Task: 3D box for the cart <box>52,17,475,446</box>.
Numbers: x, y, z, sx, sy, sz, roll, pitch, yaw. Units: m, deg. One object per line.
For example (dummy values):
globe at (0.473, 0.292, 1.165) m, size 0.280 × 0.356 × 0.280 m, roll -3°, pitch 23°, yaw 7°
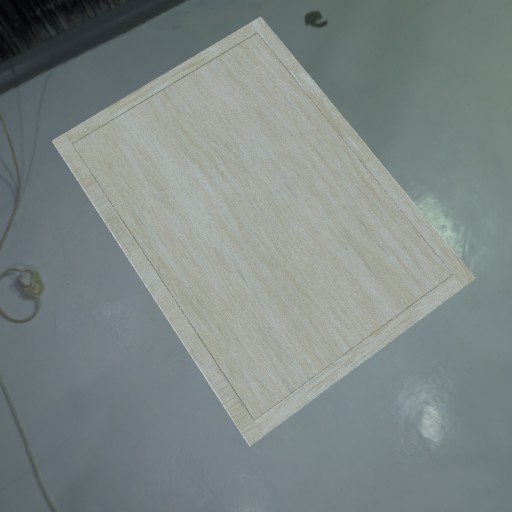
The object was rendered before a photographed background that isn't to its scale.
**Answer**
cart at (0.000, 0.000, 1.381) m, size 0.559 × 0.914 × 0.762 m, roll -34°, pitch 79°, yaw -7°
